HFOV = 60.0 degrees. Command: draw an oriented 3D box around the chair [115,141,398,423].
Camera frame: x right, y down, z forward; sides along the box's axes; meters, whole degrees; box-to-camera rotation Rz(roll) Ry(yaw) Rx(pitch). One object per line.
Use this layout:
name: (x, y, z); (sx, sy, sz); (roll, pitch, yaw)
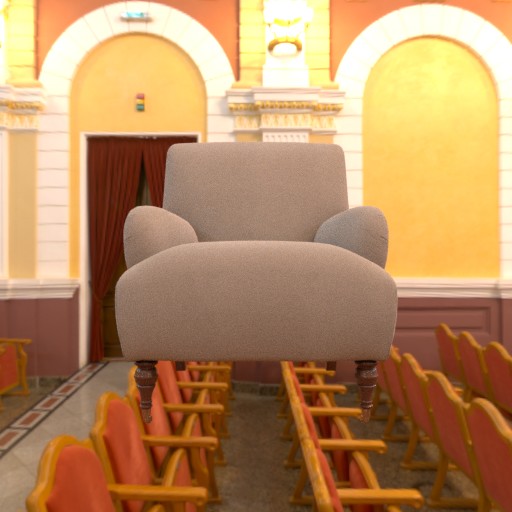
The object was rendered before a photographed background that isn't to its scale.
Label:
chair: (0.000, 0.000, 1.540); (0.766, 0.942, 0.842); (0, 1, 0)
